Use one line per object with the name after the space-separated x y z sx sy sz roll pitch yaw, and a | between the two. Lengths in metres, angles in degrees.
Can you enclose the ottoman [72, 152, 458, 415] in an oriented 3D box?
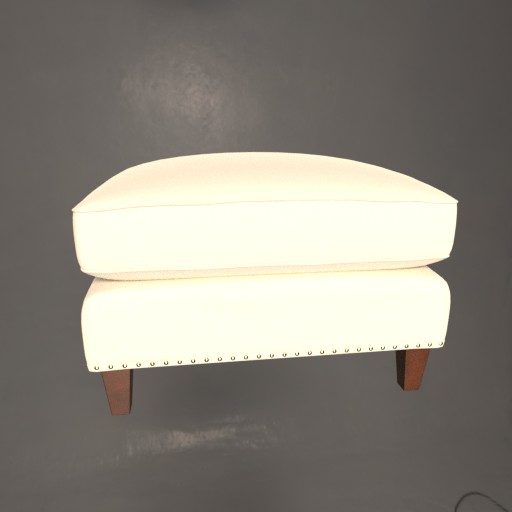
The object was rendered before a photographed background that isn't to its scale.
0.000 0.000 1.130 0.741 0.513 0.584 -2 16 -8 | ottoman
